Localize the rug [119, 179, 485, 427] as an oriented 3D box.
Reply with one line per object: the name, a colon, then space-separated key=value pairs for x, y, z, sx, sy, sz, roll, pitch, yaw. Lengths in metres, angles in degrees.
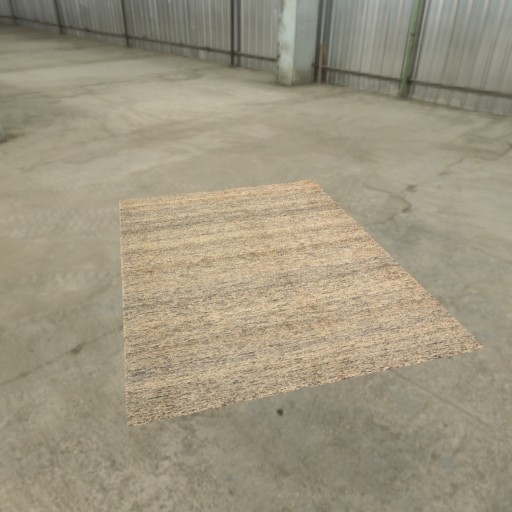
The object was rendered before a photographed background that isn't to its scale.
rug: x=0.000 y=0.000 z=4.115 sx=2.414 sy=0.036 sz=3.199 roll=-8 pitch=33 yaw=-13
